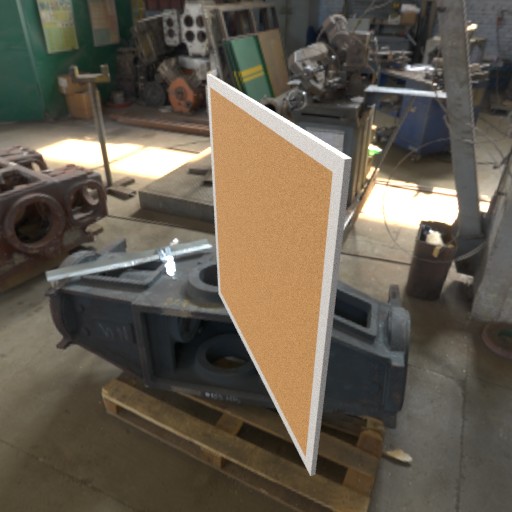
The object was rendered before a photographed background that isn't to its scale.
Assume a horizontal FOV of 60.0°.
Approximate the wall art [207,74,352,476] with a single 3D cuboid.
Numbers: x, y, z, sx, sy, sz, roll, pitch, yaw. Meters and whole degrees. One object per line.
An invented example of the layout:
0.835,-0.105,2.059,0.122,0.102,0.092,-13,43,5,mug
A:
0.000,0.000,0.835,0.009,0.559,0.558,-11,33,-17,wall art
